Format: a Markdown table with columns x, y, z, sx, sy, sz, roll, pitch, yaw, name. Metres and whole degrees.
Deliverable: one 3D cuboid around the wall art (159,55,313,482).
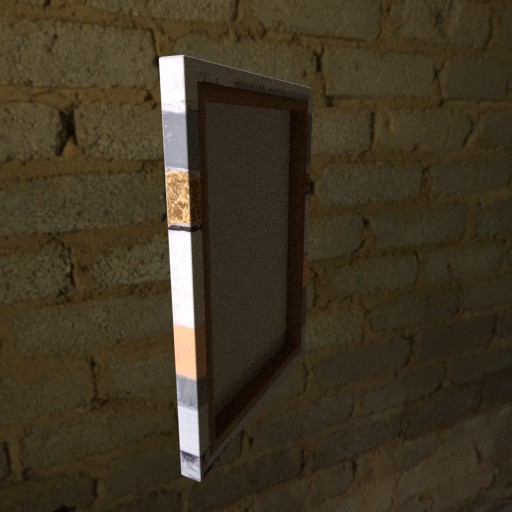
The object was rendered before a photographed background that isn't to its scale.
| x | y | z | sx | sy | sz | roll | pitch | yaw | name |
| --- | --- | --- | --- | --- | --- | --- | --- | --- | --- |
| 0.000 | 0.000 | 0.807 | 0.038 | 0.609 | 0.456 | 8 | 17 | 25 | wall art |
